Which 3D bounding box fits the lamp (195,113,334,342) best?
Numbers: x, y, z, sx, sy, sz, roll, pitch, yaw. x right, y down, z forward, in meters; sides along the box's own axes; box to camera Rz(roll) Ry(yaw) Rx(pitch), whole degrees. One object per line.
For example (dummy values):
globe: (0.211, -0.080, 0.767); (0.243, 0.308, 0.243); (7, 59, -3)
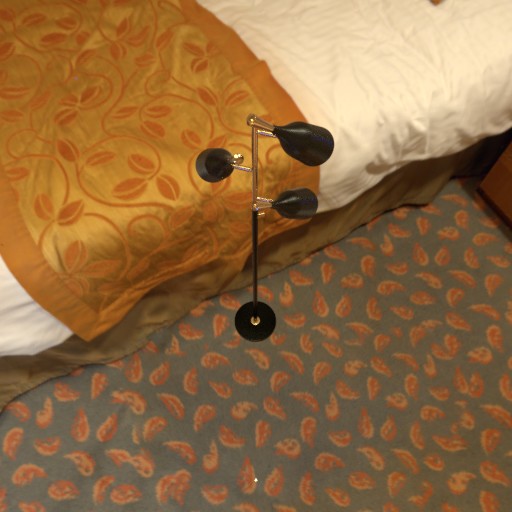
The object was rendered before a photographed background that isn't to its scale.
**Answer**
lamp: (0.000, 0.000, 1.896); (0.434, 1.778, 0.253); (14, 64, 7)
